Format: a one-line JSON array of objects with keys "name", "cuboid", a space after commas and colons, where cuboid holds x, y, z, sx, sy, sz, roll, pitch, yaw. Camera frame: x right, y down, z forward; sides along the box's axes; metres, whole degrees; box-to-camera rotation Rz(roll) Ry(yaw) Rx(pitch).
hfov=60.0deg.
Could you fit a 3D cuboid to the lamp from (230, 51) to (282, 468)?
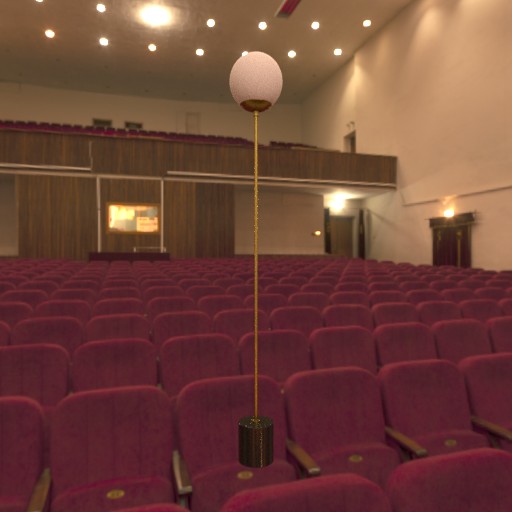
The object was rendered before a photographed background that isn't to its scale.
[{"name": "lamp", "cuboid": [0.000, 0.000, 1.910, 0.229, 1.748, 0.229, 0, -1, -17]}]
